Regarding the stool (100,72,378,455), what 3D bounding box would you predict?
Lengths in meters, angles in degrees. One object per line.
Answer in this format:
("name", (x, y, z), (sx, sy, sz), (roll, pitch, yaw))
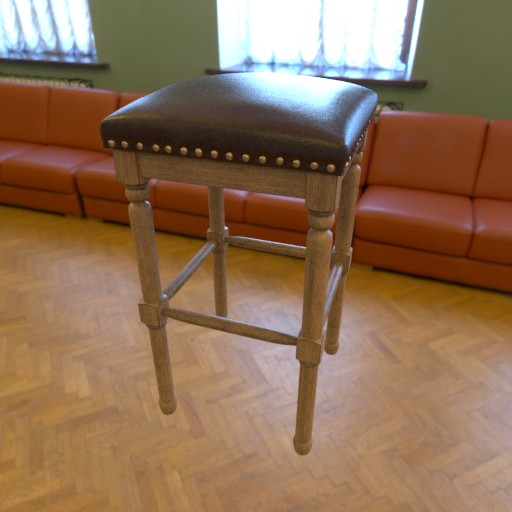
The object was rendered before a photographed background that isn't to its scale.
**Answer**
("stool", (0.000, 0.000, 0.924), (0.382, 0.702, 0.383), (10, 32, 16))
